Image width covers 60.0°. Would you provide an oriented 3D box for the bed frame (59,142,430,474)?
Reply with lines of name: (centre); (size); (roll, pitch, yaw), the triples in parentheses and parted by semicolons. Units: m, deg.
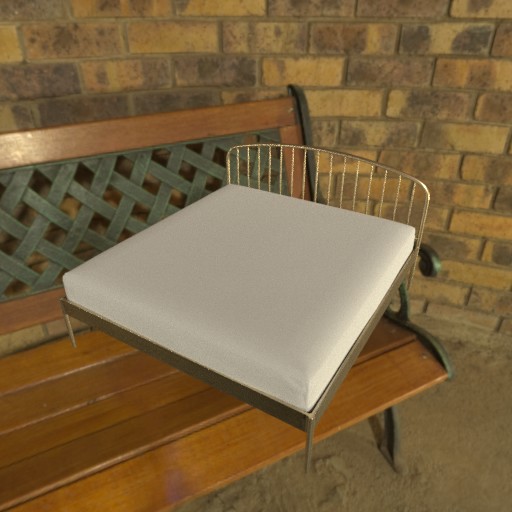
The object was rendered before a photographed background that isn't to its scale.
bed frame: (0.000, 0.000, 3.447); (2.016, 1.174, 2.152); (17, 35, 27)
